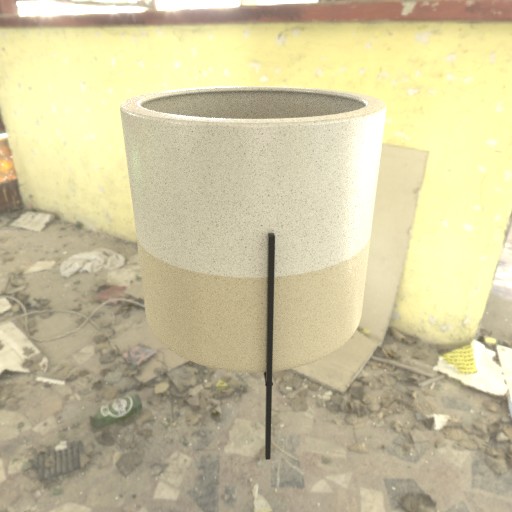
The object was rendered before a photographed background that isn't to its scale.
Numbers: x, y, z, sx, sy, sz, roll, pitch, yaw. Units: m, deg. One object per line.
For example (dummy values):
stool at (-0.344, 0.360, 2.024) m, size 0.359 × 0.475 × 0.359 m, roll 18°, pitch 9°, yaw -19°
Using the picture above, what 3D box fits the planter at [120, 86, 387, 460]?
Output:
planter at (0.000, 0.000, 0.720) m, size 0.368 × 0.484 × 0.359 m, roll -19°, pitch 32°, yaw -32°
